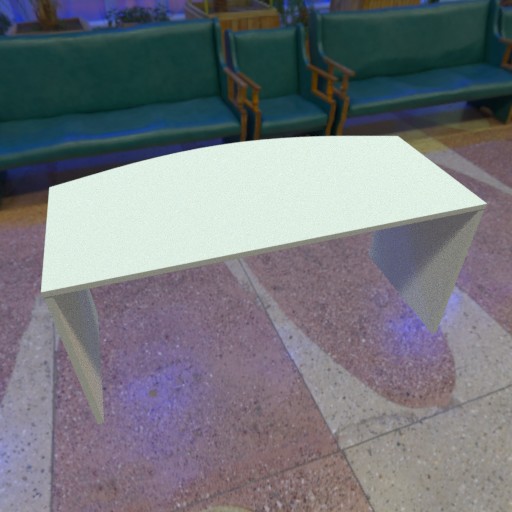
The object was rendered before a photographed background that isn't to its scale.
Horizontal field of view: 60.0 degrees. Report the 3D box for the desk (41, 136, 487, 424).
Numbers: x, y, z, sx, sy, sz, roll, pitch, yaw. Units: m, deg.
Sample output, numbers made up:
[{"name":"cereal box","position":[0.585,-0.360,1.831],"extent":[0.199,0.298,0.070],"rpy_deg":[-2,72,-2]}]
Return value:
[{"name":"desk","position":[0.000,0.000,2.041],"extent":[1.600,0.750,0.802],"rpy_deg":[-11,41,-14]}]
